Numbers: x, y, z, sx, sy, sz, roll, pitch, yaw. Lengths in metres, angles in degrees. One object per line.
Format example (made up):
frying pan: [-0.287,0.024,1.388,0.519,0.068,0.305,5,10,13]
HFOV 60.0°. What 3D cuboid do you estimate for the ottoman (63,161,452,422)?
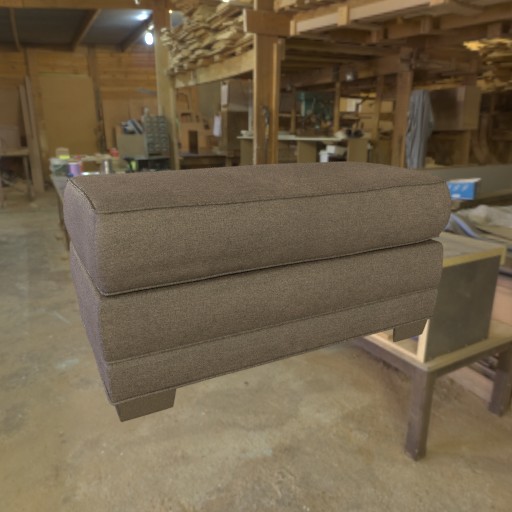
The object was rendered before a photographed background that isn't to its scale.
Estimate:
ottoman: [0.000,0.000,1.136,0.864,0.448,0.490,-9,19,-26]
